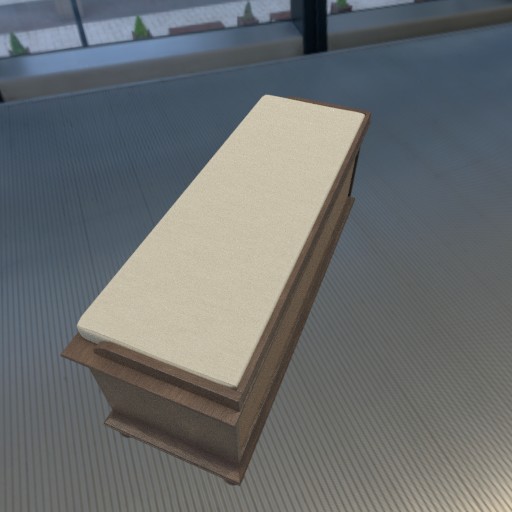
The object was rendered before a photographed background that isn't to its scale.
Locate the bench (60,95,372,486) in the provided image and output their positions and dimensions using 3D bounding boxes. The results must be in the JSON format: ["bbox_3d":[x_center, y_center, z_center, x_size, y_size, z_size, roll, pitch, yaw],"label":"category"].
[{"bbox_3d":[0.000,0.000,1.397,0.402,0.501,1.185,17,49,15],"label":"bench"}]
